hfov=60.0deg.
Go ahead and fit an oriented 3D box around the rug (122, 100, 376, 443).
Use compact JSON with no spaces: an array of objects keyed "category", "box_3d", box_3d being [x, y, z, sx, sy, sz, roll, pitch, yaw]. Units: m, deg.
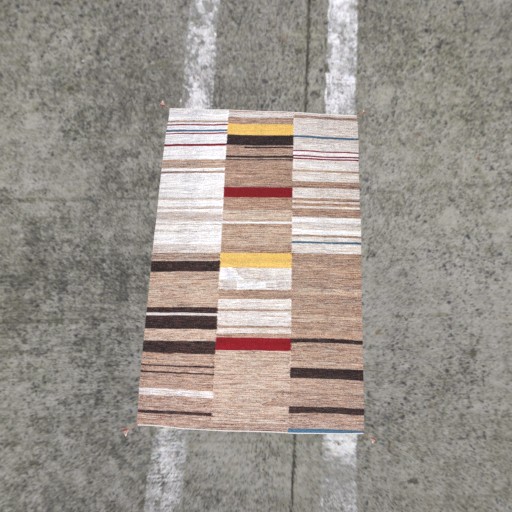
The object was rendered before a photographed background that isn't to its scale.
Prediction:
[{"category":"rug","box_3d":[0.000,0.000,2.447,1.268,0.007,1.918,2,75,1]}]
